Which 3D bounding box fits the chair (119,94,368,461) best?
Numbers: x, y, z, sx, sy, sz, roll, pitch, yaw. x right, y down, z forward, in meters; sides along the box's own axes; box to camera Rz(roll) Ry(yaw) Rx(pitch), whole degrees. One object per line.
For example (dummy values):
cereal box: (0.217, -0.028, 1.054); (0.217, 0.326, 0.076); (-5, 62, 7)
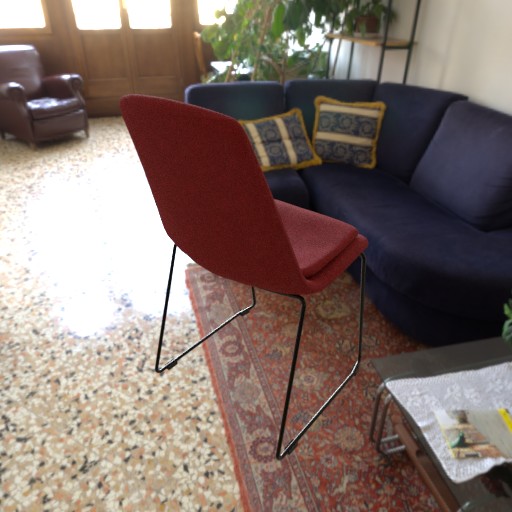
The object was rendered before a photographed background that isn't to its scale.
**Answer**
chair: (0.000, 0.000, 1.142); (0.479, 0.858, 0.518); (23, 38, 33)
